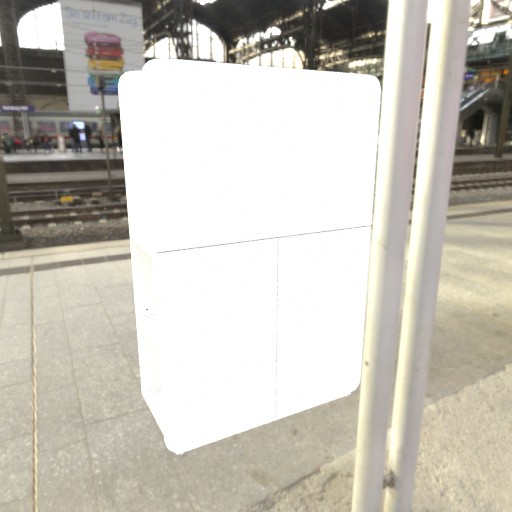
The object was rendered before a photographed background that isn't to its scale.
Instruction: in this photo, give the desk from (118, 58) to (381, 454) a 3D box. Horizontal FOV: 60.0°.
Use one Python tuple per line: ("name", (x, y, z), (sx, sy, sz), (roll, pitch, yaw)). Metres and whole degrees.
("desk", (0.000, 0.000, 1.547), (0.795, 1.190, 0.278), (-8, 18, -28))
